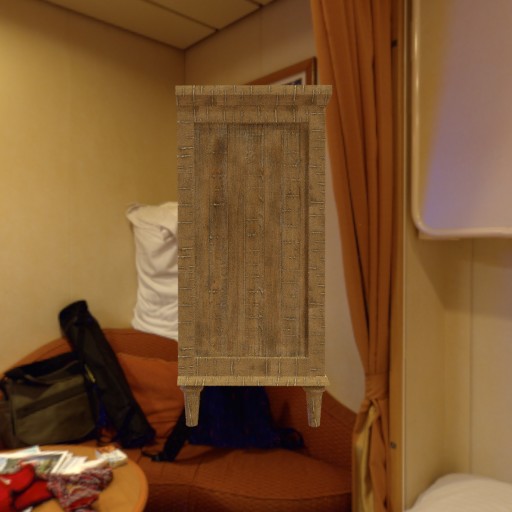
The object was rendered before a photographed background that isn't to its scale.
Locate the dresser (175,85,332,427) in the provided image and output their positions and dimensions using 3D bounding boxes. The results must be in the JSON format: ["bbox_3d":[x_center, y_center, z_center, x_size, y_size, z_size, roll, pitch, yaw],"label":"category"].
[{"bbox_3d":[0.000,0.000,2.112,0.457,1.016,1.626,0,1,0],"label":"dresser"}]
